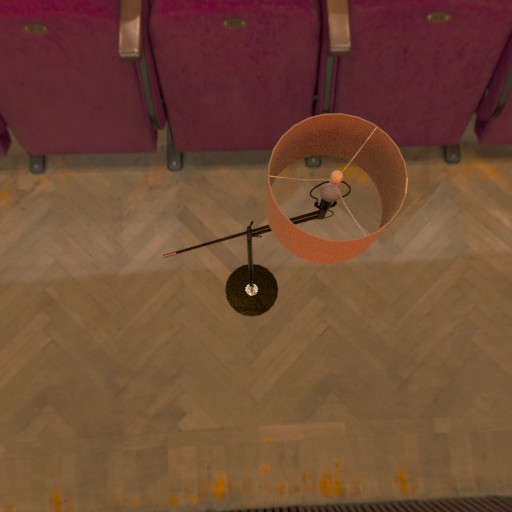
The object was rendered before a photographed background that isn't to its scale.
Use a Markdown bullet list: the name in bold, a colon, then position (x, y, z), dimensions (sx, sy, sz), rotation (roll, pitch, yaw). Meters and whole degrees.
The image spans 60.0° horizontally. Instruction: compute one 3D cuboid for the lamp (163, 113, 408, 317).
- **lamp**: position (0.000, 0.000, 1.963), dimensions (0.809, 1.635, 0.373), rotation (-1, 75, 0)
